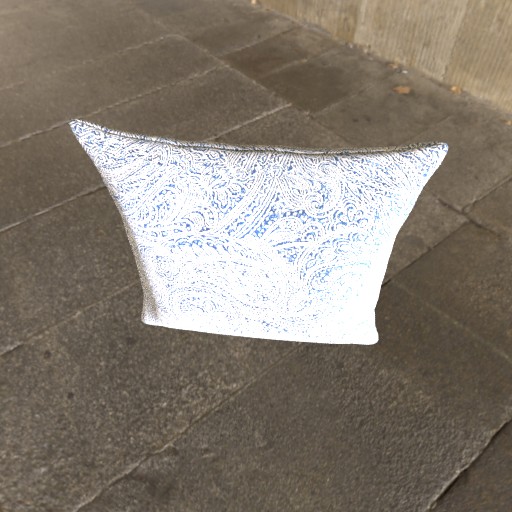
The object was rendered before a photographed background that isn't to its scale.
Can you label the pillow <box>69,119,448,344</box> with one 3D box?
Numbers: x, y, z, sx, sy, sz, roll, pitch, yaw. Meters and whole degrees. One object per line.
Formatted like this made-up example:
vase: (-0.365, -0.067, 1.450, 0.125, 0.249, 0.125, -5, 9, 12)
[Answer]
pillow: (0.000, 0.000, 0.787, 0.523, 0.510, 0.166, 5, 48, 4)
